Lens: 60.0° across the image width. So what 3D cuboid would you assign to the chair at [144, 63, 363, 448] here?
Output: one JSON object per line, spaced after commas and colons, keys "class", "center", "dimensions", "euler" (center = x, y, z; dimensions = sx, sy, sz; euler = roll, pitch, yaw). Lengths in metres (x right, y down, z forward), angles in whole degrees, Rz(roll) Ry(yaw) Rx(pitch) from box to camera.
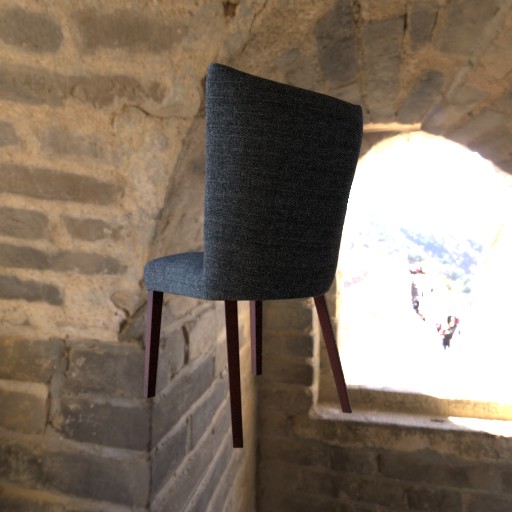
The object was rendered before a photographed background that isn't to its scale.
{"class": "chair", "center": [0.000, 0.000, 1.351], "dimensions": [0.535, 0.924, 0.623], "euler": [0, 1, -36]}
